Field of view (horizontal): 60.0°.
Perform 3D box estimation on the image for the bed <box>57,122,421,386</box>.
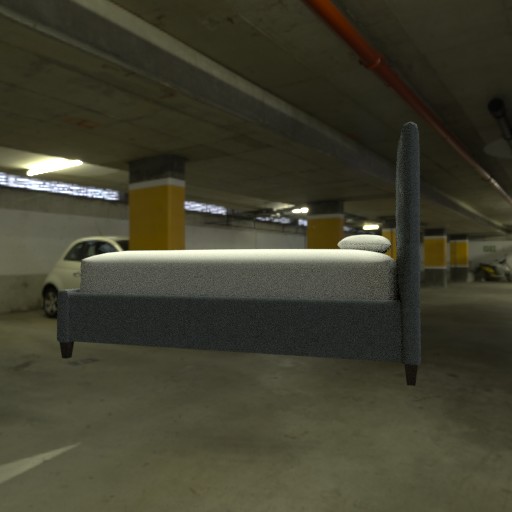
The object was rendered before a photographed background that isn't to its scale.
[{"bbox_3d":[0.000,0.000,3.483,2.335,1.411,1.698,0,-1,17],"label":"bed"}]
